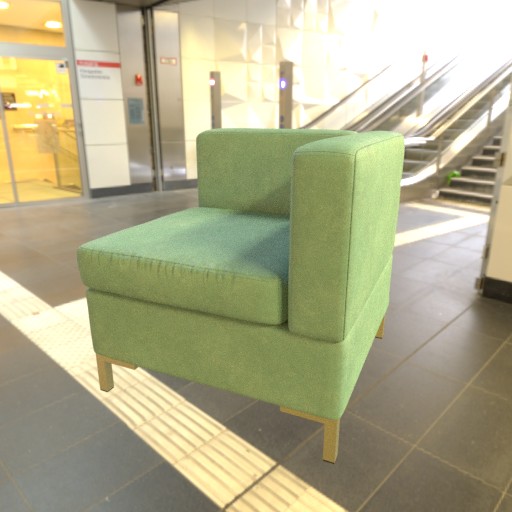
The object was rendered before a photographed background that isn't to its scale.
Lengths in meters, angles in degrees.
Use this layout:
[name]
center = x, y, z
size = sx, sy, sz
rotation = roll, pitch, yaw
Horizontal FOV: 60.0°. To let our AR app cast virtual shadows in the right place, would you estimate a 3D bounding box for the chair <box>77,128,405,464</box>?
[chair]
center = 0.000, 0.000, 1.221
size = 0.680, 0.660, 0.680
rotation = 8, 19, 23
